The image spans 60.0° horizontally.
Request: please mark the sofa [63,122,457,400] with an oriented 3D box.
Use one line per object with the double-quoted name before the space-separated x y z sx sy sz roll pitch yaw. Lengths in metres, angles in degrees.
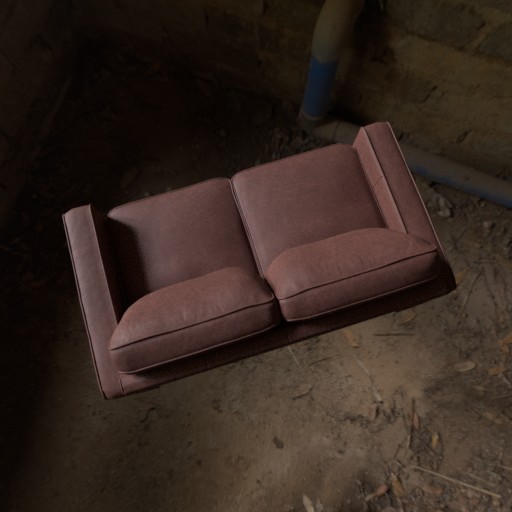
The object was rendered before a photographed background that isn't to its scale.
"sofa" 0.000 0.000 2.239 1.709 0.918 0.947 -17 77 -4
